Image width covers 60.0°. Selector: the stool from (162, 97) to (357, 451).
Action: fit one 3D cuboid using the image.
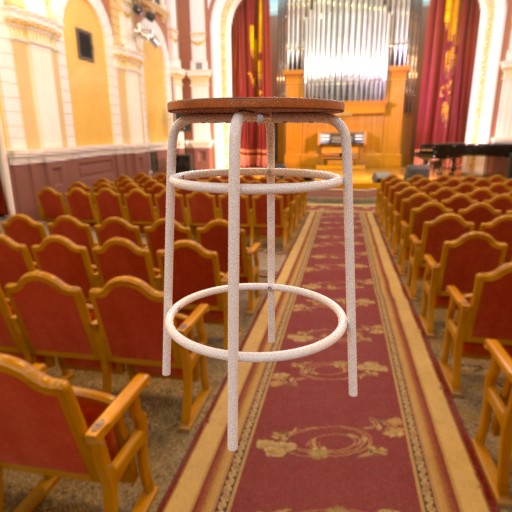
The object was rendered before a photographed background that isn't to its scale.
[{"bbox_3d":[0.000,0.000,0.935,0.455,0.610,0.455,3,16,11],"label":"stool"}]
